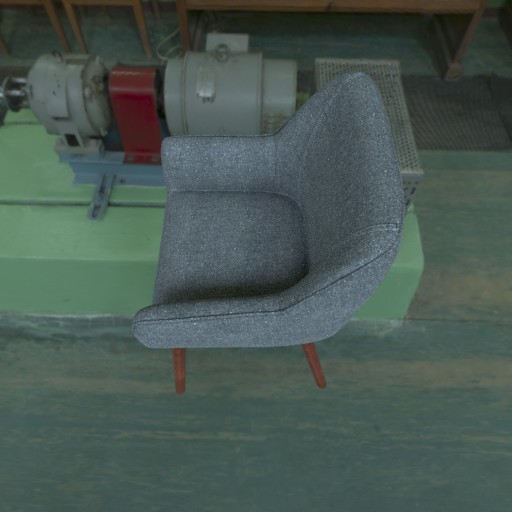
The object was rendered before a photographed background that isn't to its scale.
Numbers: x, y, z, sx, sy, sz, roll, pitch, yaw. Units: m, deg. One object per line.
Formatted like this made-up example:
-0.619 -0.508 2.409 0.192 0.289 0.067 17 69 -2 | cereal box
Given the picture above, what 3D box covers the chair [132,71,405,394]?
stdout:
0.000 0.000 1.150 0.519 0.803 0.543 0 58 0 | chair
